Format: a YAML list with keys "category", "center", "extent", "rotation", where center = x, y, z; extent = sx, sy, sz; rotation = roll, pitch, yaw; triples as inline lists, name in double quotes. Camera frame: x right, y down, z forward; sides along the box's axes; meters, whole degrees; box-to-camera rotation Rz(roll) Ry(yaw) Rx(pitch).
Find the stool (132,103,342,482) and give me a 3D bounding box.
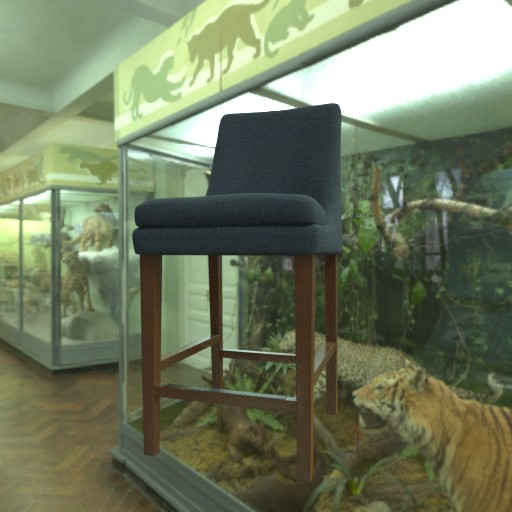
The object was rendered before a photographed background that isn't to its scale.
- category: "stool"
  center: [0.000, 0.000, 1.268]
  extent: [0.470, 0.981, 0.577]
  rotation: [0, 1, 18]
